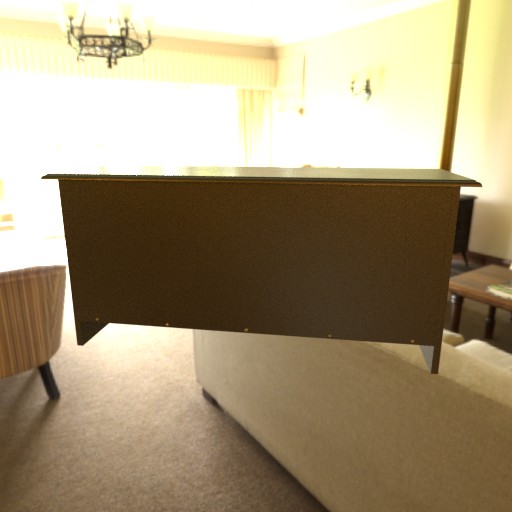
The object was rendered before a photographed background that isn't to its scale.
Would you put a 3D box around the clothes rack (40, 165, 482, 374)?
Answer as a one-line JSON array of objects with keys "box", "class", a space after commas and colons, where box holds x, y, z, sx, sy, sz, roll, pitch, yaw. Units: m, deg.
[{"box": [0.000, 0.000, 1.472, 1.219, 0.556, 0.406, 2, 16, 9], "class": "clothes rack"}]
